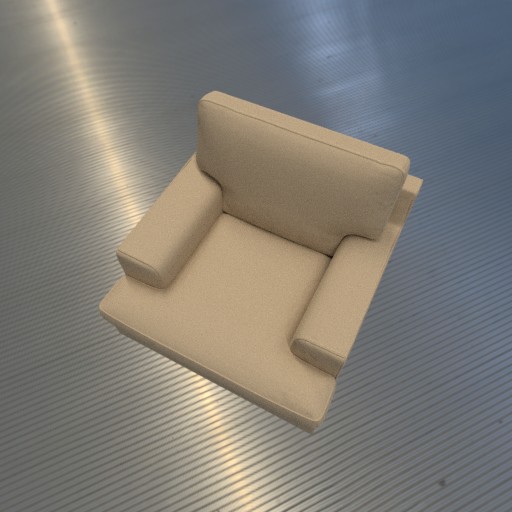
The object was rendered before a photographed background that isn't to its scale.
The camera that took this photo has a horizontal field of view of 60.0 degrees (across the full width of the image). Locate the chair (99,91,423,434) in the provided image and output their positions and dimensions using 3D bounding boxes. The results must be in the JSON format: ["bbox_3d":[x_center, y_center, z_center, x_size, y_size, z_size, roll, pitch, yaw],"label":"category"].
[{"bbox_3d":[0.000,0.000,2.160,1.293,1.005,1.274,17,59,10],"label":"chair"}]
